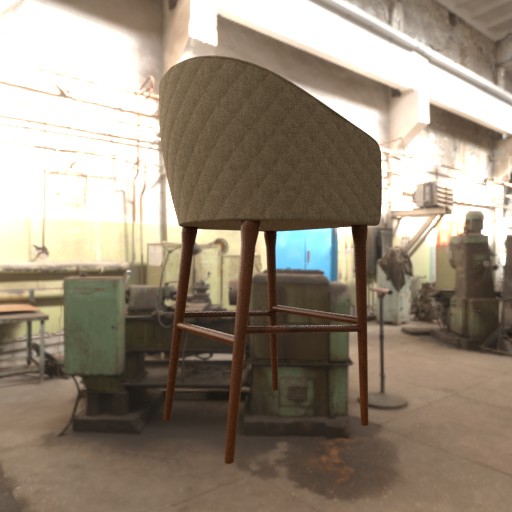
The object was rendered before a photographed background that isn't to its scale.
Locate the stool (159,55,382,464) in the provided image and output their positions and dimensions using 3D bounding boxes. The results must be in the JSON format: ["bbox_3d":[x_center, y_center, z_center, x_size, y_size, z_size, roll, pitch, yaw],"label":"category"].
[{"bbox_3d":[0.000,0.000,1.440,0.607,1.078,0.559,0,0,-36],"label":"stool"}]
